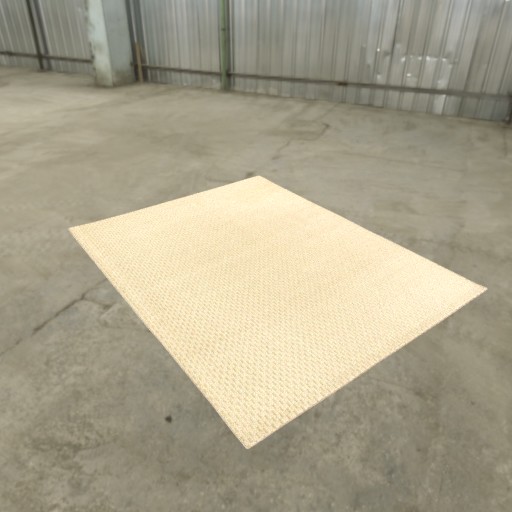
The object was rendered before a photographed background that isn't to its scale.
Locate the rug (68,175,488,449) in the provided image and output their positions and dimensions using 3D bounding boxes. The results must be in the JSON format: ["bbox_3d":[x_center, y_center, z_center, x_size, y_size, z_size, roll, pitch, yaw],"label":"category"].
[{"bbox_3d":[0.000,0.000,3.792,2.277,0.035,2.897,-22,38,-31],"label":"rug"}]
